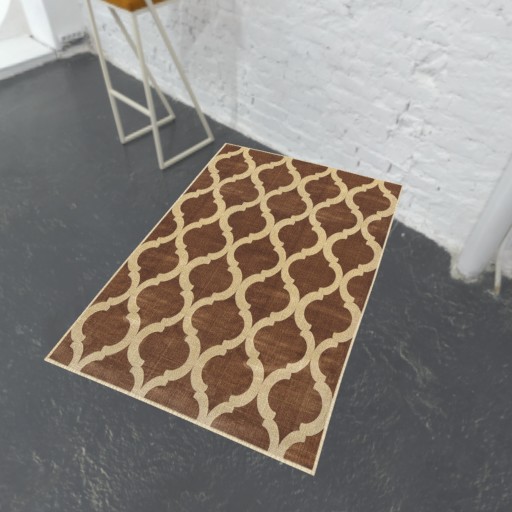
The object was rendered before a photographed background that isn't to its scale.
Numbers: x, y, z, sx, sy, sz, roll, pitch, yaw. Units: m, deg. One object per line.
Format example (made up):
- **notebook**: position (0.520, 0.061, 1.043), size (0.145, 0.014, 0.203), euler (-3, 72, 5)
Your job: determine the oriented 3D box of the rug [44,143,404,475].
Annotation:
- **rug**: position (0.000, 0.000, 2.895), size (1.522, 0.008, 2.284), euler (17, 49, 15)
